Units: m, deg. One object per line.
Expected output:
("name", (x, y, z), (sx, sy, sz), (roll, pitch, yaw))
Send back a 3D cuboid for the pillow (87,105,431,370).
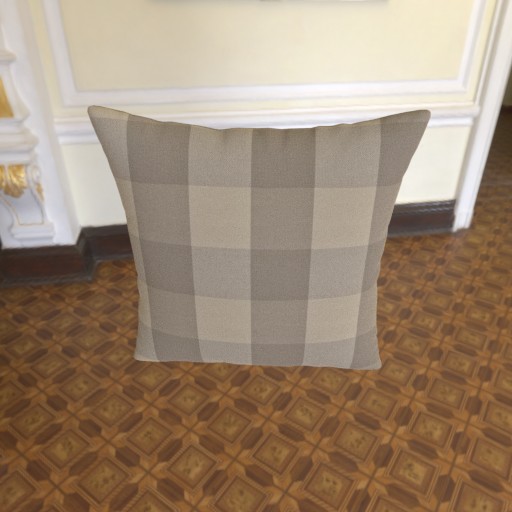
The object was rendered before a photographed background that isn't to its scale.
("pillow", (0.000, 0.000, 0.784), (0.511, 0.509, 0.161), (2, 30, 3))
